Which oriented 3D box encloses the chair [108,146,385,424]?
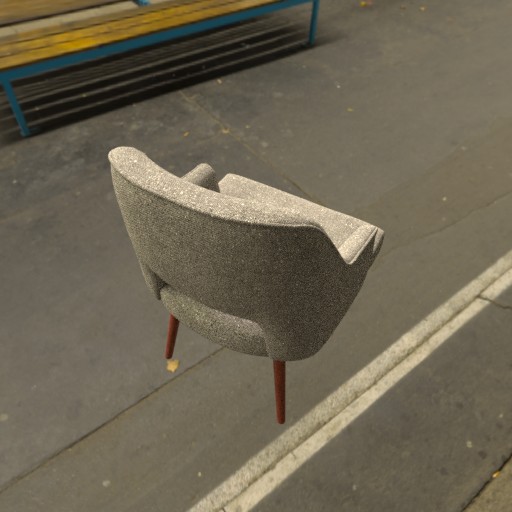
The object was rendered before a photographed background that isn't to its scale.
[{"bbox_3d":[0.000,0.000,1.288,0.608,0.875,0.629,24,52,20],"label":"chair"}]
